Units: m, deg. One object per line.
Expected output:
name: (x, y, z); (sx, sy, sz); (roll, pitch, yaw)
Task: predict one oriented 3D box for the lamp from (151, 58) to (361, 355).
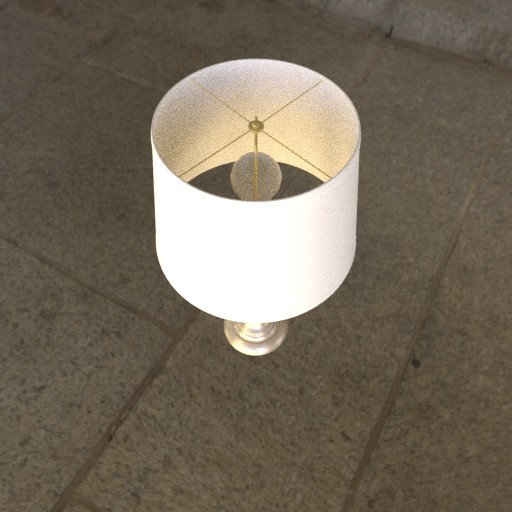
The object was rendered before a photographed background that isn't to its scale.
lamp: (0.000, 0.000, 0.798); (0.328, 0.612, 0.328); (0, 58, 0)
